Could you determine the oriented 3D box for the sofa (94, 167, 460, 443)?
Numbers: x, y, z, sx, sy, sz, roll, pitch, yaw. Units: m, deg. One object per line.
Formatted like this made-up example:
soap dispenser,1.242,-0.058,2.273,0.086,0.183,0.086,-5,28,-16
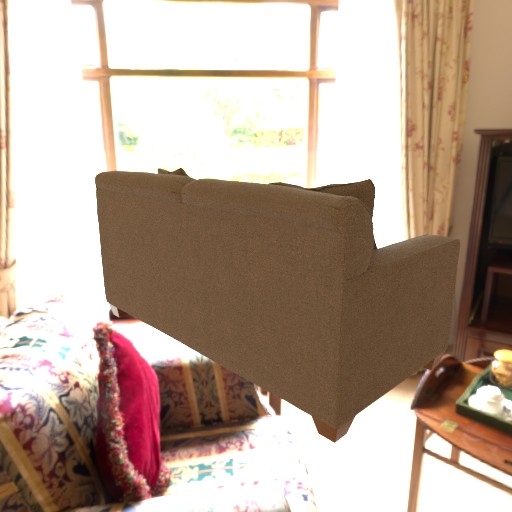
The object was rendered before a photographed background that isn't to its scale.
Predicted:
sofa,0.000,0.000,2.455,1.000,0.958,1.846,-14,20,-42
